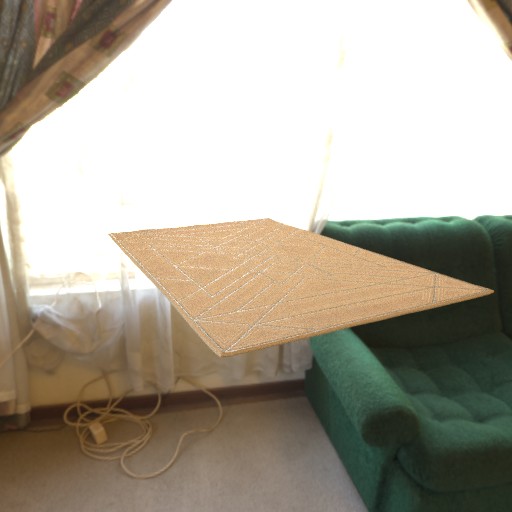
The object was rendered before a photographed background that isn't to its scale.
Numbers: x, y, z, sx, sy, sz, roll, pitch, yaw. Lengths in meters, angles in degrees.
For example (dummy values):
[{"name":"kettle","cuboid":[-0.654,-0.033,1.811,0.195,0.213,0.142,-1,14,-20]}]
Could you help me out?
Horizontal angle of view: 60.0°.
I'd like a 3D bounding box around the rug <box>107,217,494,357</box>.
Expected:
[{"name":"rug","cuboid":[0.000,0.000,3.044,1.575,0.023,2.459,-8,17,-26]}]
